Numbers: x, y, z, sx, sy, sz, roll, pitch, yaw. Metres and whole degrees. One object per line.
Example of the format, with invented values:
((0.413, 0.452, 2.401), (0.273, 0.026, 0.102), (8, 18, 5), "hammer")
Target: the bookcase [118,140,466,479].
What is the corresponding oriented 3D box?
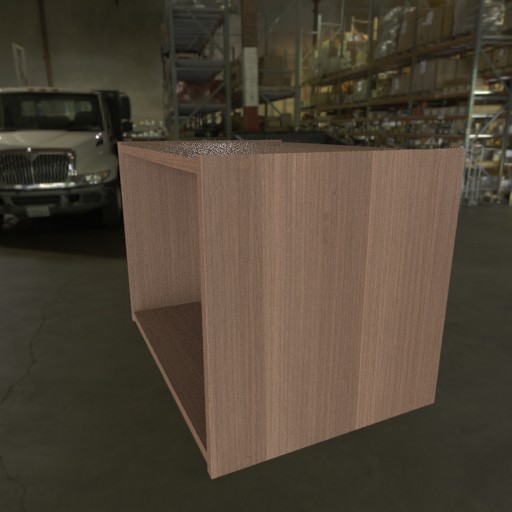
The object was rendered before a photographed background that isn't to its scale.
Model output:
((0.000, 0.000, 0.624), (0.290, 0.305, 0.415), (-7, 18, -24), "bookcase")
